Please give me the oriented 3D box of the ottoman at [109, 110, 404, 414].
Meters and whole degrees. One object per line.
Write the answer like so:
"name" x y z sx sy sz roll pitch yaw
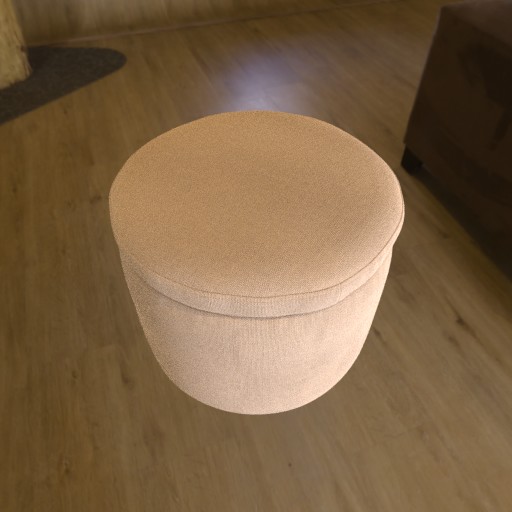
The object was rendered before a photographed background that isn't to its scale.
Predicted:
"ottoman" 0.000 0.000 0.877 0.497 0.409 0.497 0 46 0
